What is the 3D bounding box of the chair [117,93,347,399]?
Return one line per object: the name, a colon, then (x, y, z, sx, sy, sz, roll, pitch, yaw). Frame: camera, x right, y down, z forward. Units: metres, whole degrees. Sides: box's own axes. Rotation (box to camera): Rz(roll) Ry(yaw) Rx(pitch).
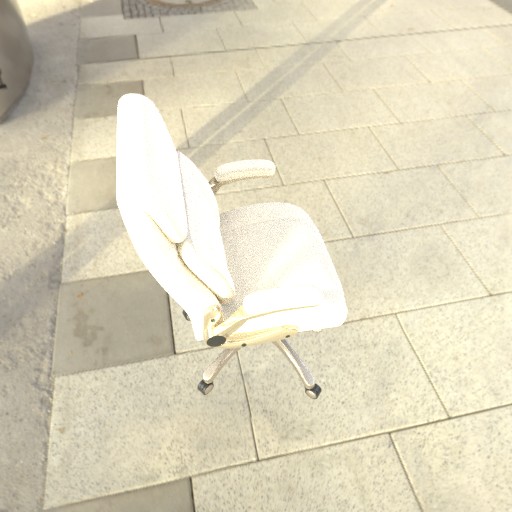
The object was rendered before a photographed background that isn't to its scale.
chair: (0.000, 0.000, 1.645, 0.794, 1.110, 0.740, -11, 49, -10)
